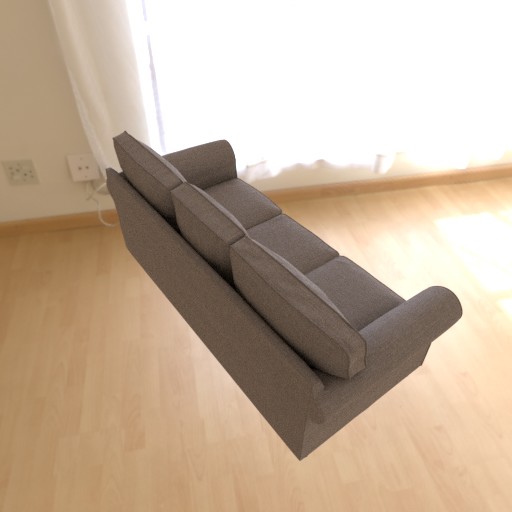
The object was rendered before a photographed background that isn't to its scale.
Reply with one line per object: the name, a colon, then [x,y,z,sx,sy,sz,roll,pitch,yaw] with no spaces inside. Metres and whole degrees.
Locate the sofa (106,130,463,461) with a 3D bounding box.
sofa: [0.000,0.000,2.575,0.916,0.961,2.084,-26,48,-27]
